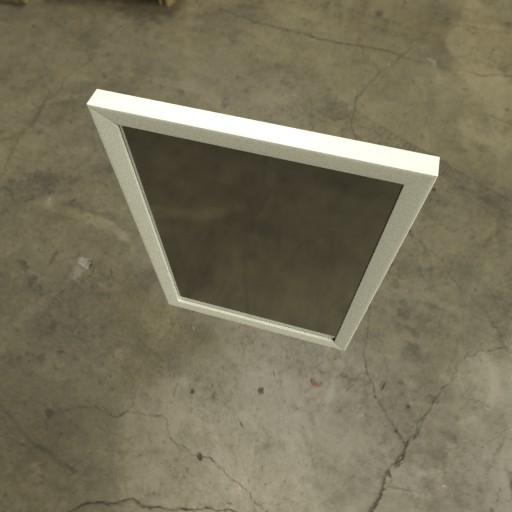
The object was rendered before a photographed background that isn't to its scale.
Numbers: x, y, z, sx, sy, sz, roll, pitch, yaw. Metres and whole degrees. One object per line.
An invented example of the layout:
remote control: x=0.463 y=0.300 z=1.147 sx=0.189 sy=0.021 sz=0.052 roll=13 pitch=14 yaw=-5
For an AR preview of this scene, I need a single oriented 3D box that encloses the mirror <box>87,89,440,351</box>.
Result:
mirror: x=0.000 y=0.000 z=0.931 sx=0.507 sy=0.710 sz=0.040 roll=14 pitch=60 yaw=8
